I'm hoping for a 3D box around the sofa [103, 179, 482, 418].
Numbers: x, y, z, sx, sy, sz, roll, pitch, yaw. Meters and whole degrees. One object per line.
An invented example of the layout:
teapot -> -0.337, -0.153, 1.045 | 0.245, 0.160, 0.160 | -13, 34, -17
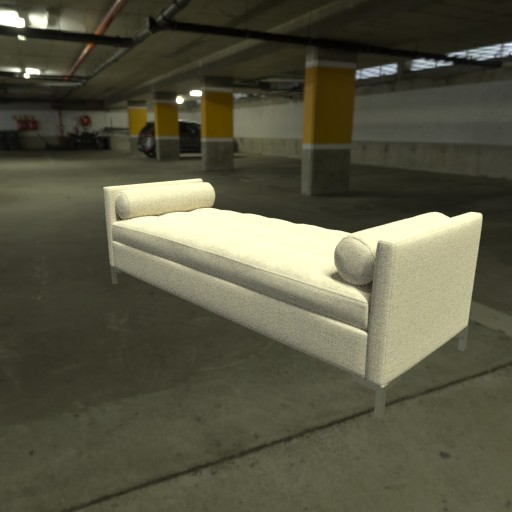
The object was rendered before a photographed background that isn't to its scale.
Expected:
sofa -> 0.000, 0.000, 2.484 | 0.797, 0.655, 2.102 | -15, 21, -42
